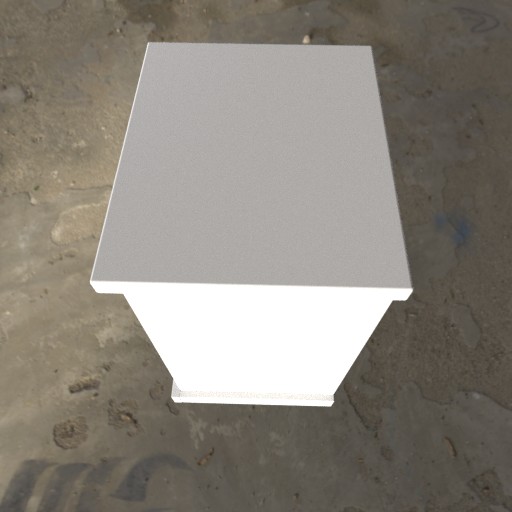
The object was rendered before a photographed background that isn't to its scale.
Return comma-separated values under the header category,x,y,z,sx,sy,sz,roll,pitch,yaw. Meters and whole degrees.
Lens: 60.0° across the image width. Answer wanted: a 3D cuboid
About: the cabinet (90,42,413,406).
category,x,y,z,sx,sy,sz,roll,pitch,yaw
cabinet,0.000,0.000,1.028,0.431,0.723,0.520,1,59,1
